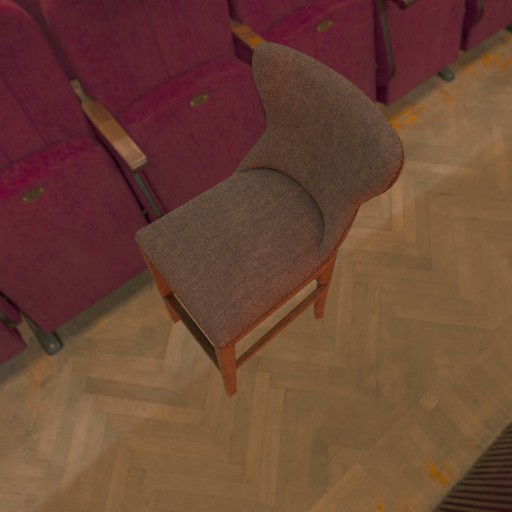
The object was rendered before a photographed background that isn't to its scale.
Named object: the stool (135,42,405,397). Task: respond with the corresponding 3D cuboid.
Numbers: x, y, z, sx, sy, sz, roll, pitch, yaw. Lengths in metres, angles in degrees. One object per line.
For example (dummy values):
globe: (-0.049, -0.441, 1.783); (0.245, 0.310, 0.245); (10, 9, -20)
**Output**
stool: (0.000, 0.000, 1.445); (0.606, 1.123, 0.494); (-35, 68, -16)
